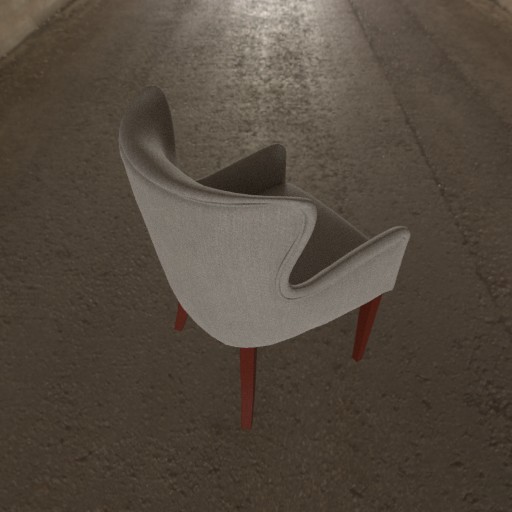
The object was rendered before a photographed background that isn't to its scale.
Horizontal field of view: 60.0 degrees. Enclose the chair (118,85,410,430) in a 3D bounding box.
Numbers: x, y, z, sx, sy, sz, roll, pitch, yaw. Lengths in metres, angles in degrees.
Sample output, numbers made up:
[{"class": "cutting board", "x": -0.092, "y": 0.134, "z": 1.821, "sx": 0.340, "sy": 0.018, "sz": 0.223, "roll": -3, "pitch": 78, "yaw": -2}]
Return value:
[{"class": "chair", "x": 0.000, "y": 0.000, "z": 1.437, "sx": 0.677, "sy": 0.948, "sz": 0.732, "roll": -24, "pitch": 47, "yaw": -25}]
